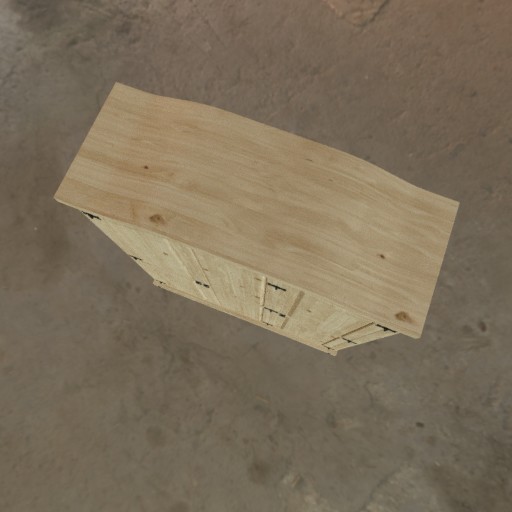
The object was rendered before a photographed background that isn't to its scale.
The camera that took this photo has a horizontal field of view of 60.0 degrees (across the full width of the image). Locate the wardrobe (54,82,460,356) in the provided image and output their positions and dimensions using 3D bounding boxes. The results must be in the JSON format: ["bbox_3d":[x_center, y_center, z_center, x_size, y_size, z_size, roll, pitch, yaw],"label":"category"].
[{"bbox_3d":[0.000,0.000,2.580,1.500,1.870,0.570,21,76,5],"label":"wardrobe"}]
